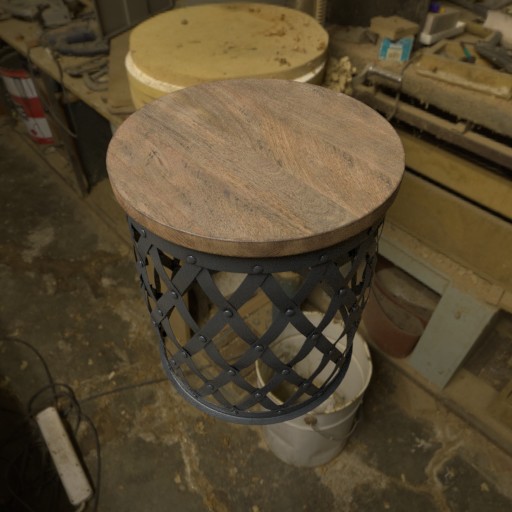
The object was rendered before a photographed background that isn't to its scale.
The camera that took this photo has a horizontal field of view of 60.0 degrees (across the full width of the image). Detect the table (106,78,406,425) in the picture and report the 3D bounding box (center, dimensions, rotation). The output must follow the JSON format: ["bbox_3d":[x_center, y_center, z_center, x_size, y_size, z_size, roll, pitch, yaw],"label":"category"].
[{"bbox_3d":[0.000,0.000,0.775,0.405,0.454,0.405,0,46,0],"label":"table"}]
